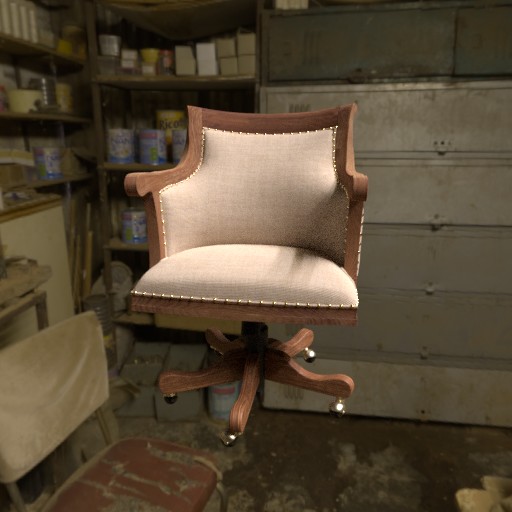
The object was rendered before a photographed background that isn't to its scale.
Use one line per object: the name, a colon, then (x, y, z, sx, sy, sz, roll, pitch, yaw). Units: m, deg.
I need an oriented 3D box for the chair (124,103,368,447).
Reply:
chair: (0.000, 0.000, 1.432, 0.656, 0.965, 0.689, 3, 15, 10)
